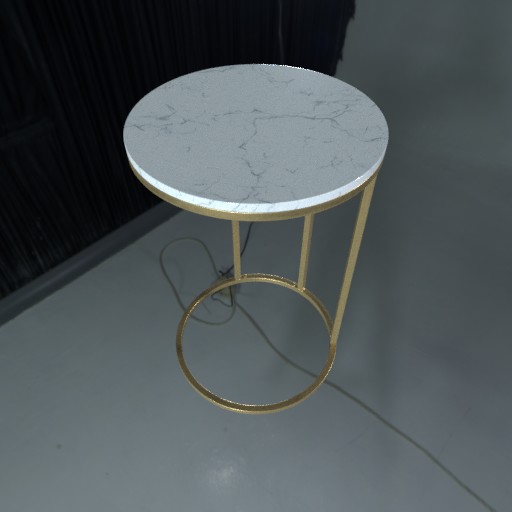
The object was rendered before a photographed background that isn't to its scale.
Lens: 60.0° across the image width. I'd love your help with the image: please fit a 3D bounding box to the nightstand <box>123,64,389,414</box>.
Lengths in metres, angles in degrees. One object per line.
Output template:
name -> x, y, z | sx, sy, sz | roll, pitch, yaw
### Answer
nightstand -> 0.000, 0.000, 0.904 | 0.400, 0.610, 0.400 | 31, 54, 26
